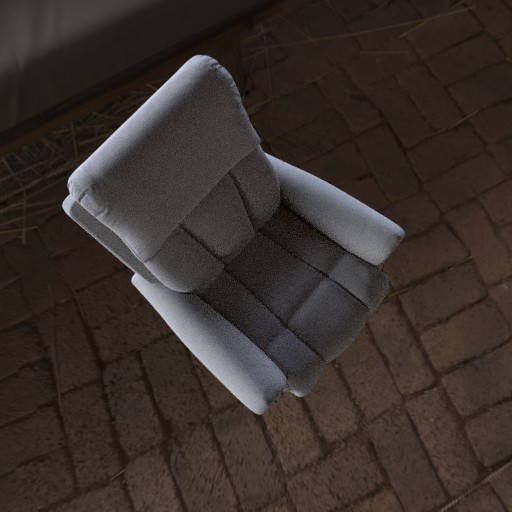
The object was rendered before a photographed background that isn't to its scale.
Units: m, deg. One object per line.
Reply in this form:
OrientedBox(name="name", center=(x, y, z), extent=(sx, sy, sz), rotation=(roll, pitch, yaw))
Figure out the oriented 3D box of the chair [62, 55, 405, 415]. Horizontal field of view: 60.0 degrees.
OrientedBox(name="chair", center=(0.000, 0.000, 1.682), extent=(0.979, 1.031, 0.871), rotation=(39, 79, 9))
